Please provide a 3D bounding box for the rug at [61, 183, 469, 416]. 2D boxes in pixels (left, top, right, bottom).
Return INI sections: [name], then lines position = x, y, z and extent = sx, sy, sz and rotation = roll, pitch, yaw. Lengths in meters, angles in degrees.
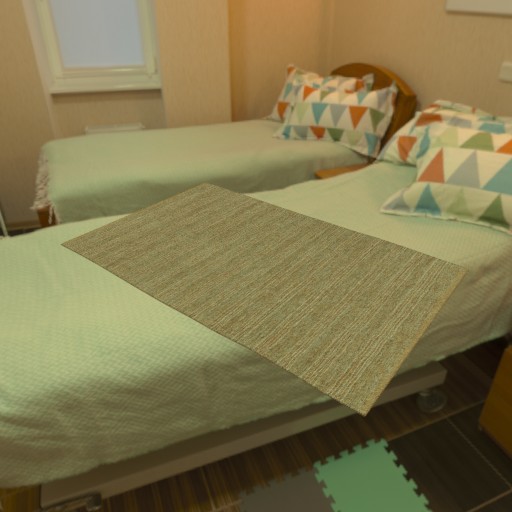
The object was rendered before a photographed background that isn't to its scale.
[rug]
position = 0.000, 0.000, 3.113
extent = 2.448, 0.012, 1.540
rotation = 22, 38, 32
